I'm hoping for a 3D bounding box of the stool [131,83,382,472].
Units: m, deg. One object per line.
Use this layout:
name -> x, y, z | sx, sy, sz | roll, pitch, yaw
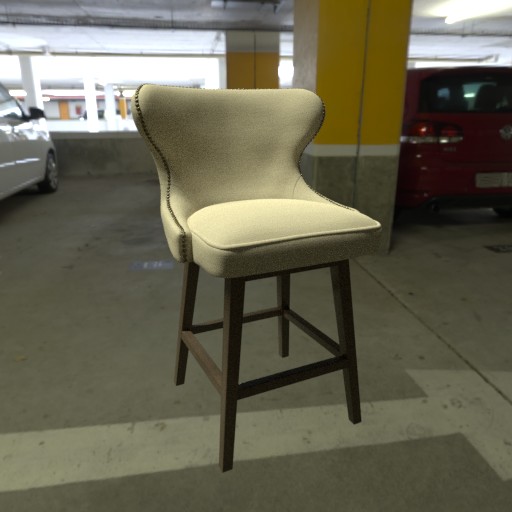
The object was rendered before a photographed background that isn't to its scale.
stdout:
stool -> 0.000, 0.000, 1.326 | 0.615, 0.972, 0.597 | -8, 20, -25
